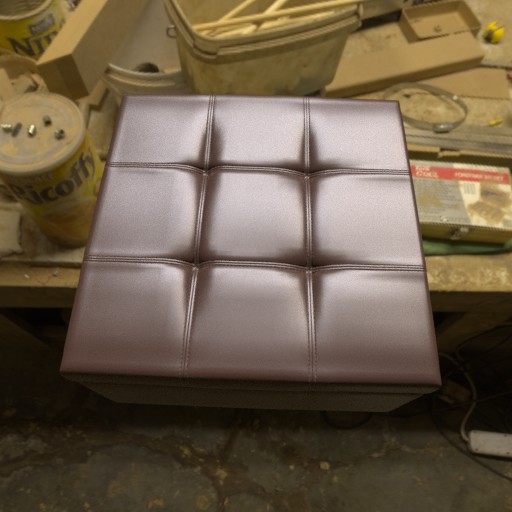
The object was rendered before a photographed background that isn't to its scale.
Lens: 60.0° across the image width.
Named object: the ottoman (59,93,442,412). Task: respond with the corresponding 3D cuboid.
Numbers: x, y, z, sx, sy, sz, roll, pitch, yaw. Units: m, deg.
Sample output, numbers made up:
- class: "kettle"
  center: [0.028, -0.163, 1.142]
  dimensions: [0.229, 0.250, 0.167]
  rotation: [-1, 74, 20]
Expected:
- class: "ottoman"
  center: [0.000, 0.000, 1.248]
  dimensions: [0.787, 0.460, 0.788]
  rotation: [2, 64, 1]
